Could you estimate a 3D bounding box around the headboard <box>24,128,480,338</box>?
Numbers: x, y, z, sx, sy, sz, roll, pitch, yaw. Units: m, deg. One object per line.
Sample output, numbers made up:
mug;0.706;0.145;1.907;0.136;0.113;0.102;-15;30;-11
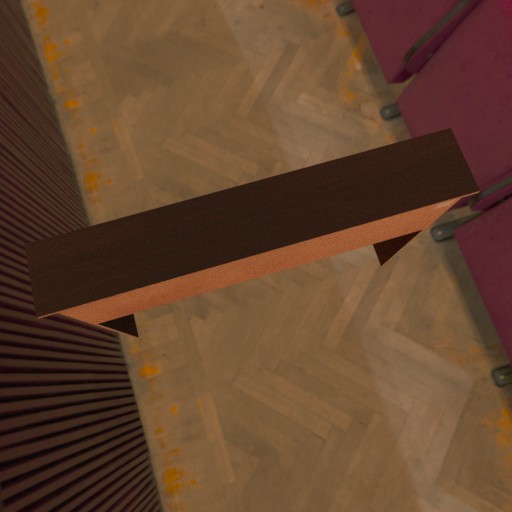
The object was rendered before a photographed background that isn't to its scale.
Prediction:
headboard;0.000;0.000;2.161;1.671;1.092;0.279;-16;75;-4
